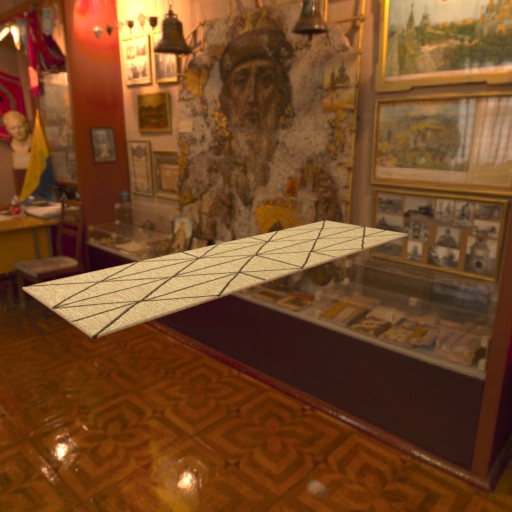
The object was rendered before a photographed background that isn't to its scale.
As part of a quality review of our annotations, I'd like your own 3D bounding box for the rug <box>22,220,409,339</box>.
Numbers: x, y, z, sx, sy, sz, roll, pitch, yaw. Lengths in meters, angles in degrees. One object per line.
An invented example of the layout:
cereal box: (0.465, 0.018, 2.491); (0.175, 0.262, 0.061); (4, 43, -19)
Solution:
rug: (0.000, 0.000, 2.711); (2.438, 0.012, 0.762); (-15, 21, -43)
